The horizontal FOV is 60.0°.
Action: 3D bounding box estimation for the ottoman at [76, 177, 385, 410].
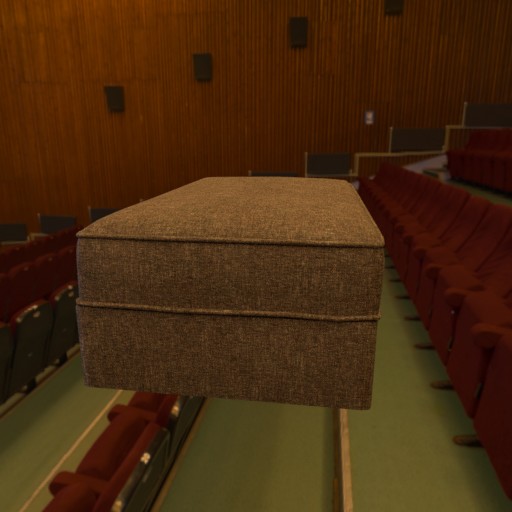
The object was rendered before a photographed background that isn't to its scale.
[{"bbox_3d":[0.000,0.000,1.543,0.717,0.487,1.184,2,16,8],"label":"ottoman"}]
